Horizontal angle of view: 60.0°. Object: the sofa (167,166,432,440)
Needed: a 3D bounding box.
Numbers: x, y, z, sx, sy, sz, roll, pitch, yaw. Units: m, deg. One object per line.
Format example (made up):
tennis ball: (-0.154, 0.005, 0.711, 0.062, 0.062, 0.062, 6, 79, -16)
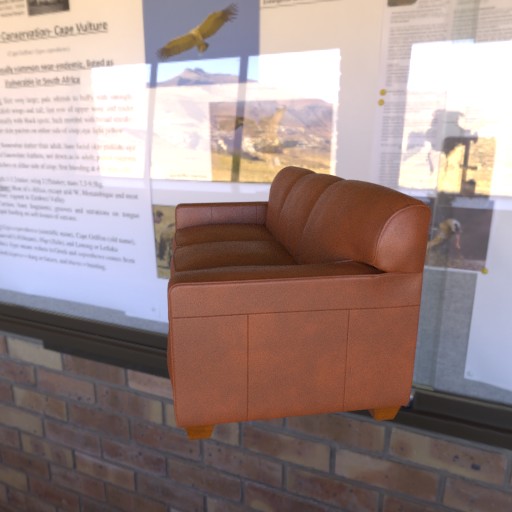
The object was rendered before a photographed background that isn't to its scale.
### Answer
sofa: (0.000, 0.000, 2.583, 1.008, 0.953, 2.039, -2, 15, -9)
